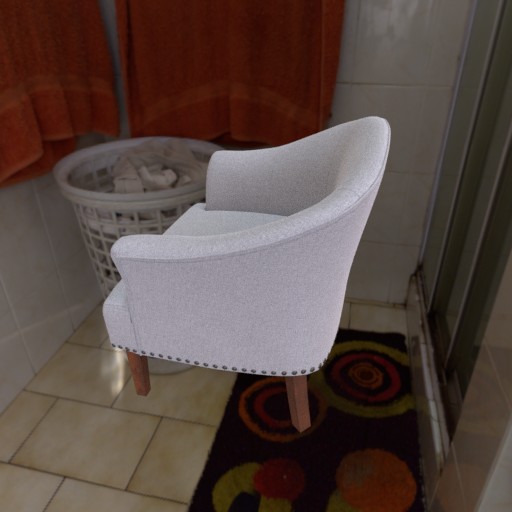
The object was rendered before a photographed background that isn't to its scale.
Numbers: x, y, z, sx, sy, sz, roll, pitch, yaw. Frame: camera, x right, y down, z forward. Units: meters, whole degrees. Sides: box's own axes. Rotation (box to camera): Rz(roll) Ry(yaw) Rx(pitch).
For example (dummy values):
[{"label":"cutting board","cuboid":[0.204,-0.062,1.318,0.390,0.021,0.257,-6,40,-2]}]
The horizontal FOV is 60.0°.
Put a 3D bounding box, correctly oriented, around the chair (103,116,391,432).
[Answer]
[{"label":"chair","cuboid":[0.000,0.000,1.402,0.704,0.815,0.798,8,31,13]}]
